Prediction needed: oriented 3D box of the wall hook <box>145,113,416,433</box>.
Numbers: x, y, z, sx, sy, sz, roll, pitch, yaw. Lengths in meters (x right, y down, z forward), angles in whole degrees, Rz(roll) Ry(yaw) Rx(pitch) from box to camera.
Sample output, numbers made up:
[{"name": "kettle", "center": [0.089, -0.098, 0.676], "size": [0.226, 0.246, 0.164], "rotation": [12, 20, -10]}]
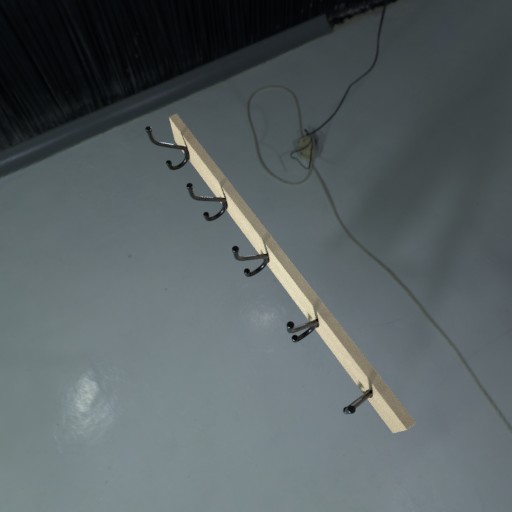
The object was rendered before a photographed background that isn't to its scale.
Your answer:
[{"name": "wall hook", "center": [0.000, 0.000, 0.616], "size": [0.071, 0.117, 0.571], "rotation": [-31, 69, -14]}]
